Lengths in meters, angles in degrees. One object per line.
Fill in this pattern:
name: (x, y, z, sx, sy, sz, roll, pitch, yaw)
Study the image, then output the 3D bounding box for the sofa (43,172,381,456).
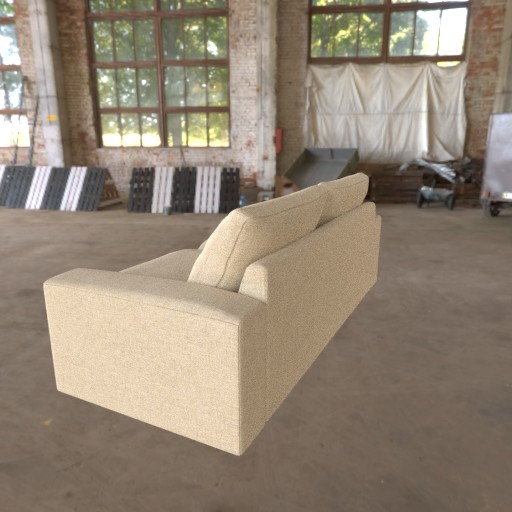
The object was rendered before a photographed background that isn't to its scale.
sofa: (0.000, 0.000, 2.726, 1.040, 0.922, 2.299, 8, 17, 26)
